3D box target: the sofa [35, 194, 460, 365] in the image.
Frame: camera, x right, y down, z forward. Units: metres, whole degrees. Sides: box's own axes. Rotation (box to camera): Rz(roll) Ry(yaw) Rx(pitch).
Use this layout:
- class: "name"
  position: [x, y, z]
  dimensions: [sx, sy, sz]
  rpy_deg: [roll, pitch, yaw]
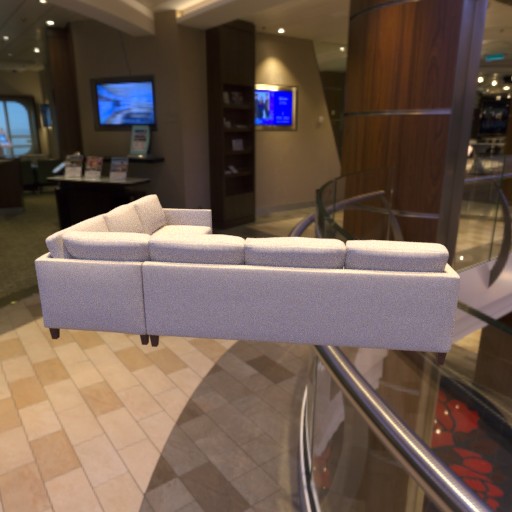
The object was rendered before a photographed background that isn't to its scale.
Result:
- class: "sofa"
  position: [0.000, 0.000, 4.601]
  dimensions: [3.333, 0.934, 2.522]
  rpy_deg: [2, 16, 7]
